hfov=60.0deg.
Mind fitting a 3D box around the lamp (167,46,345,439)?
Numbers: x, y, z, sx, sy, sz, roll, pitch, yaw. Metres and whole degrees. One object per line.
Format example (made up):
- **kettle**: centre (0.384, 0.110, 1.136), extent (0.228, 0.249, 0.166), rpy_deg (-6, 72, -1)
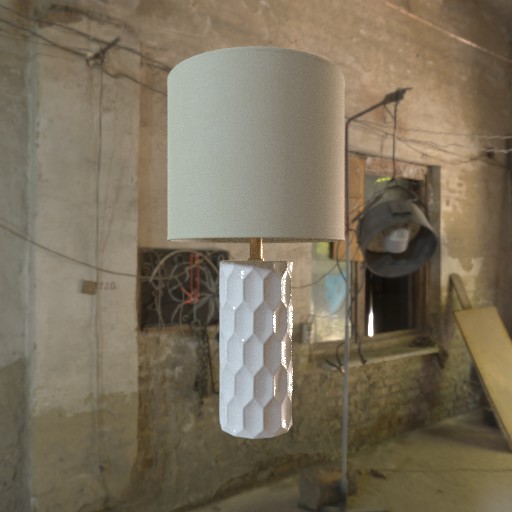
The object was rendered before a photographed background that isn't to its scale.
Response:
- **lamp**: centre (0.000, 0.000, 0.704), extent (0.277, 0.537, 0.277), rpy_deg (0, 0, 19)
